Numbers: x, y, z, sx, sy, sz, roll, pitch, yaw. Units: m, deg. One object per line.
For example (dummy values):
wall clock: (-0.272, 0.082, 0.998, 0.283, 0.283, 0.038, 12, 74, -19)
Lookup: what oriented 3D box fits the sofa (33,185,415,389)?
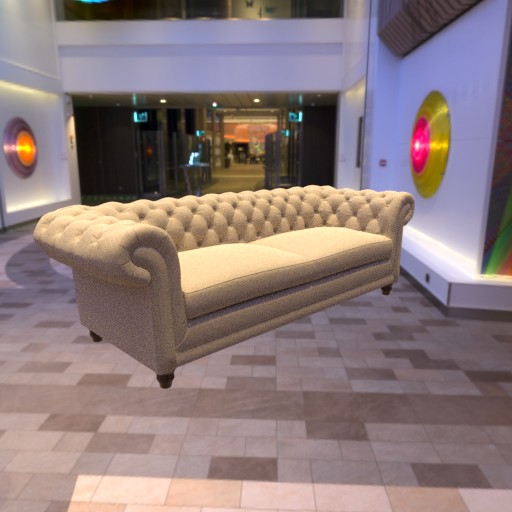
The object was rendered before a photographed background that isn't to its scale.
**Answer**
sofa: (0.000, 0.000, 3.140, 2.694, 0.847, 1.076, -12, 18, -43)
